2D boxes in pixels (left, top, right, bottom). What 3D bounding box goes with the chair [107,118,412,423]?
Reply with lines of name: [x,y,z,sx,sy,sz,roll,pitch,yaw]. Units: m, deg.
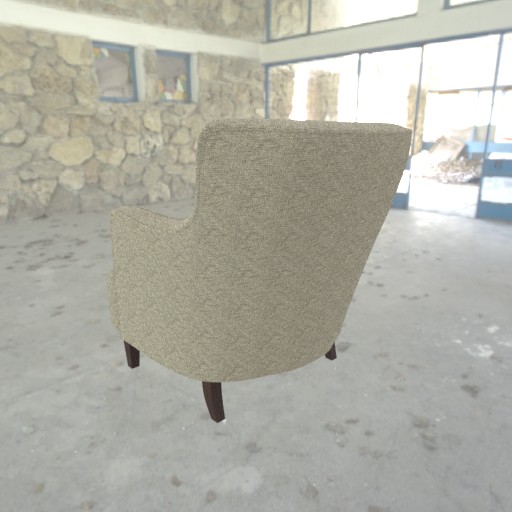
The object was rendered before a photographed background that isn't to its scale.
chair: [0.000,0.000,1.613,0.820,0.920,0.910,-14,21,-41]
